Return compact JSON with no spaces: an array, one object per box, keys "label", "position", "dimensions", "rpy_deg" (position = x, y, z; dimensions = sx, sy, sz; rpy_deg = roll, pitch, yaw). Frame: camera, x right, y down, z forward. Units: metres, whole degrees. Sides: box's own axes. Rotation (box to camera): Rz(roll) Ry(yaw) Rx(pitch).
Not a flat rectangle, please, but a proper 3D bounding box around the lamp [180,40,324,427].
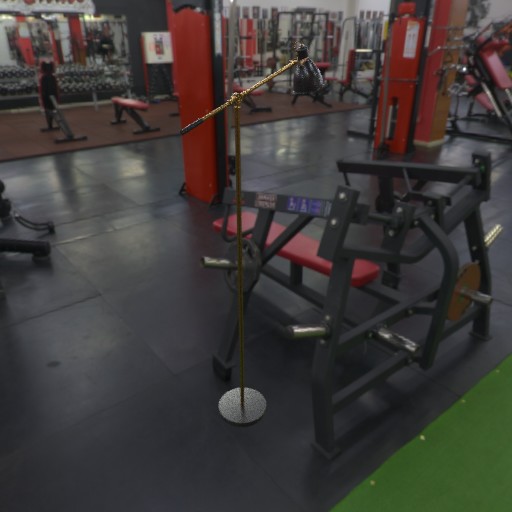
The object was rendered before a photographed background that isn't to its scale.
[{"label":"lamp","position":[0.000,0.000,1.864],"dimensions":[0.618,1.628,0.235],"rpy_deg":[-18,32,-32]}]
